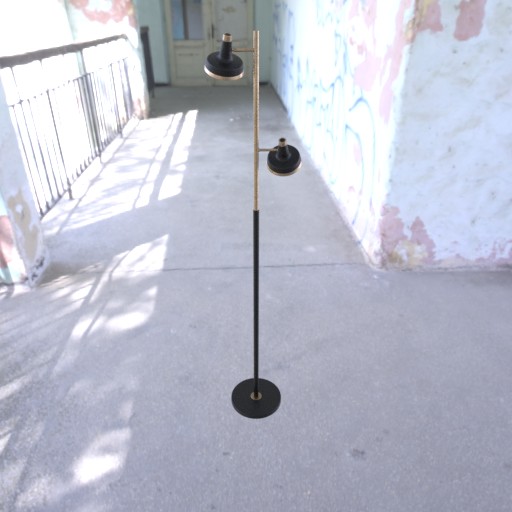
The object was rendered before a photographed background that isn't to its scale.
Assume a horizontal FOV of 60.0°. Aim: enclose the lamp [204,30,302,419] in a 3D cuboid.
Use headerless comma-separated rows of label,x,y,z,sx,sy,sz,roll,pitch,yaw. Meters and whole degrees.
lamp,0.000,0.000,1.846,0.351,1.674,0.253,-1,30,-1
